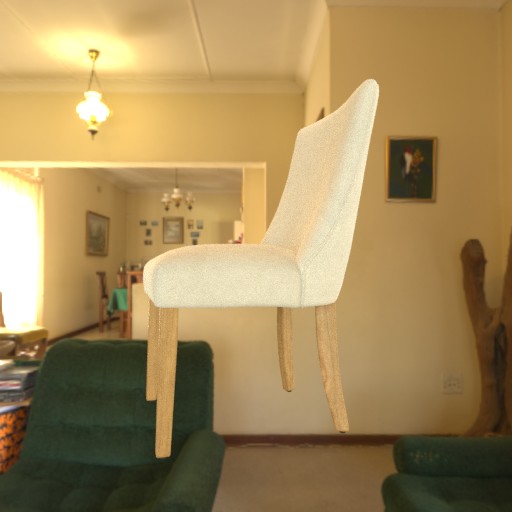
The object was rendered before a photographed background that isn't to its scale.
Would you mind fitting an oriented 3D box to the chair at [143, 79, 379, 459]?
[{"bbox_3d":[0.000,0.000,1.266,0.610,0.902,0.495,0,-1,-17],"label":"chair"}]
